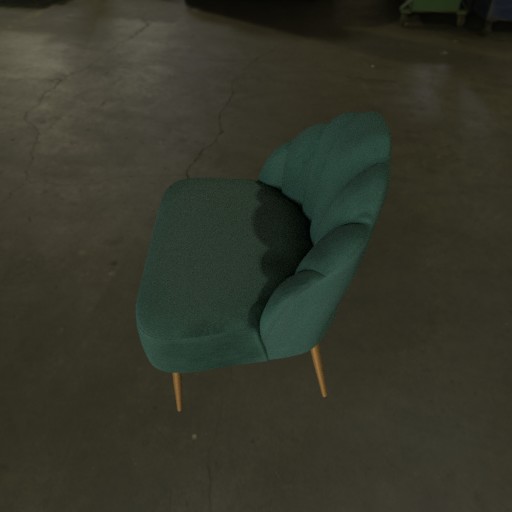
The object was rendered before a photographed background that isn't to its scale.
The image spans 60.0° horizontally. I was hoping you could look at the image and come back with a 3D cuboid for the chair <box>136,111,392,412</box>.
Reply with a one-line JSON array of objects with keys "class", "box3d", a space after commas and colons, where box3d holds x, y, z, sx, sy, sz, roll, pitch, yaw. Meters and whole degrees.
[{"class": "chair", "box3d": [0.000, 0.000, 1.268, 0.599, 0.819, 0.657, -1, 42, -1]}]
